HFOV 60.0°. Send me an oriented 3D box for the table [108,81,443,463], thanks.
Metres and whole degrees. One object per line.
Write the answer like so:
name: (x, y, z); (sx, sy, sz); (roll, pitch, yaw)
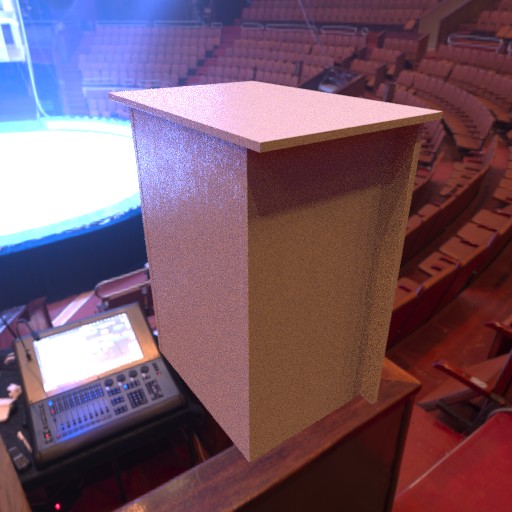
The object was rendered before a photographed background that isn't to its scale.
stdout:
table: (0.000, 0.000, 1.065); (0.406, 0.711, 0.589); (-18, 33, -31)
